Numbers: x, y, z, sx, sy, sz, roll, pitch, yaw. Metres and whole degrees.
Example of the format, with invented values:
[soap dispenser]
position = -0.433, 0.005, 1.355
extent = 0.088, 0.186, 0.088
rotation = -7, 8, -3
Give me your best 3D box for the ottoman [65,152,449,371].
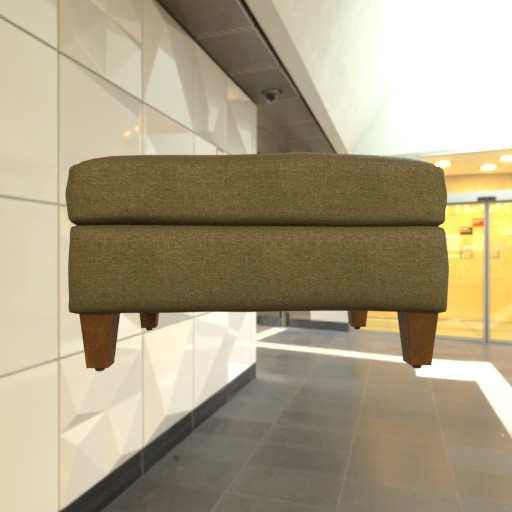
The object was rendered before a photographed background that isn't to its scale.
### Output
[ottoman]
position = 0.000, 0.000, 1.228
extent = 0.826, 0.496, 0.639
rotation = 0, 0, -2
